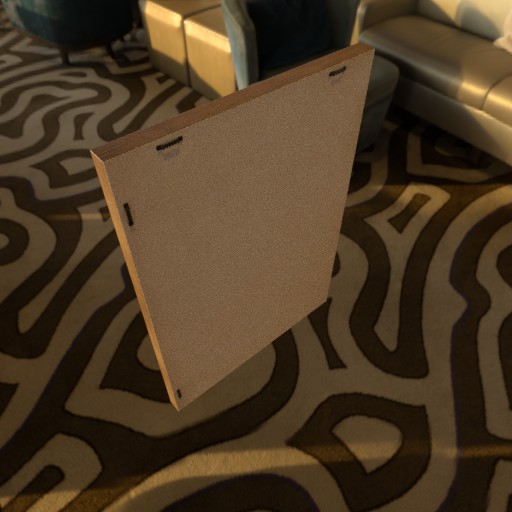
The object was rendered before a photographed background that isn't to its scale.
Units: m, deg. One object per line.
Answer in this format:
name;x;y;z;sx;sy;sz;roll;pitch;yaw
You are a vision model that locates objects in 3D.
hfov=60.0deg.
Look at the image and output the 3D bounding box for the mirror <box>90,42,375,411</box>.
mirror;0.000;0.000;0.910;0.508;0.711;0.039;-32;55;-26
